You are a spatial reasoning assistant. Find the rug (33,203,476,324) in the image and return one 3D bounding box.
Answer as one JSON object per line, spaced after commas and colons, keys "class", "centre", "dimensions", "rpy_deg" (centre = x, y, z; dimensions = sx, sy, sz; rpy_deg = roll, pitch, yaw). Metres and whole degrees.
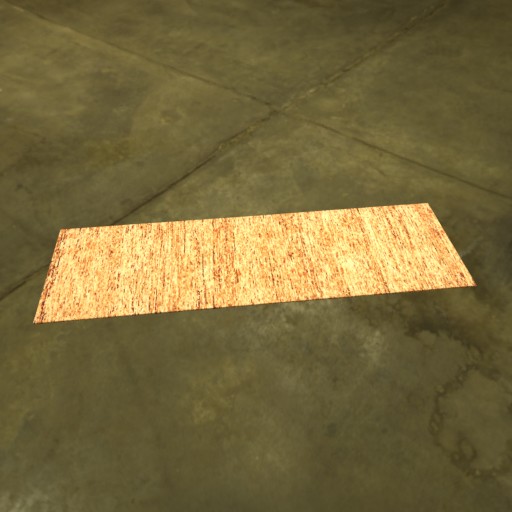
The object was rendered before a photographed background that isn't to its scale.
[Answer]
{"class": "rug", "centre": [0.000, 0.000, 2.457], "dimensions": [2.237, 0.014, 0.680], "rpy_deg": [-4, 46, -4]}
